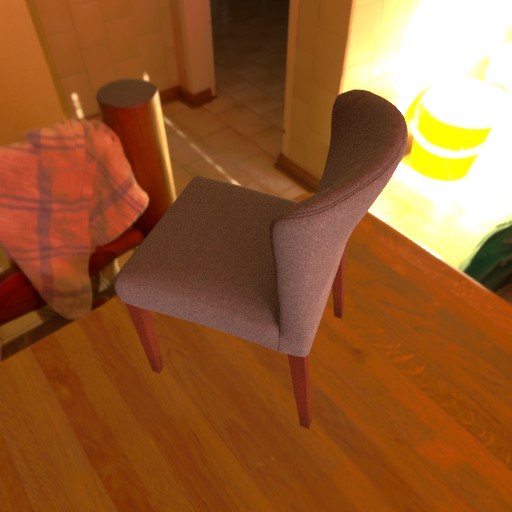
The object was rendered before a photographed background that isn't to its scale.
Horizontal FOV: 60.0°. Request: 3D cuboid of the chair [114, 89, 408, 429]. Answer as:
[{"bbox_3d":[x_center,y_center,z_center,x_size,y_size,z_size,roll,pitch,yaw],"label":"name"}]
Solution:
[{"bbox_3d":[0.000,0.000,1.179,0.592,0.839,0.491,15,48,14],"label":"chair"}]
